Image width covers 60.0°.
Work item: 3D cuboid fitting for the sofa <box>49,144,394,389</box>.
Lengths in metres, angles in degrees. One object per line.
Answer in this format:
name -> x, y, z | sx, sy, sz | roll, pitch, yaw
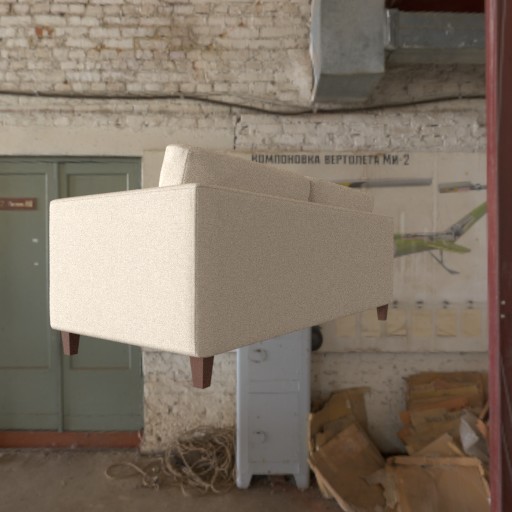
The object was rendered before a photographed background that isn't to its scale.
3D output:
sofa -> 0.000, 0.000, 2.534 | 0.965, 0.889, 1.981 | 1, 1, 36
